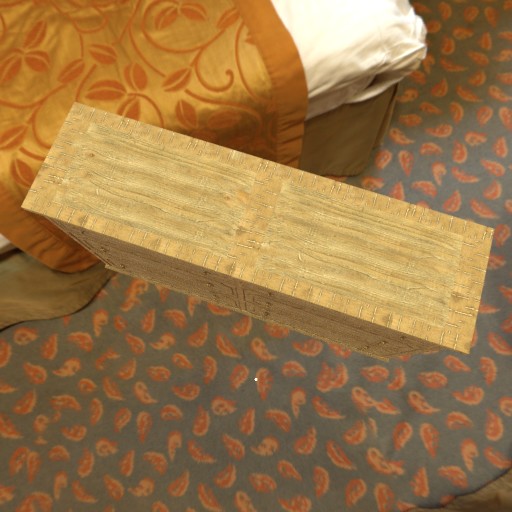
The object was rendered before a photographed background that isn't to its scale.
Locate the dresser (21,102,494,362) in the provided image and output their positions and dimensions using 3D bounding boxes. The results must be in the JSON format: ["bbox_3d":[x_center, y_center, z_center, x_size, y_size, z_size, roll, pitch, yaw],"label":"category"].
[{"bbox_3d":[0.000,0.000,2.067,1.626,1.016,0.457,18,75,5],"label":"dresser"}]
